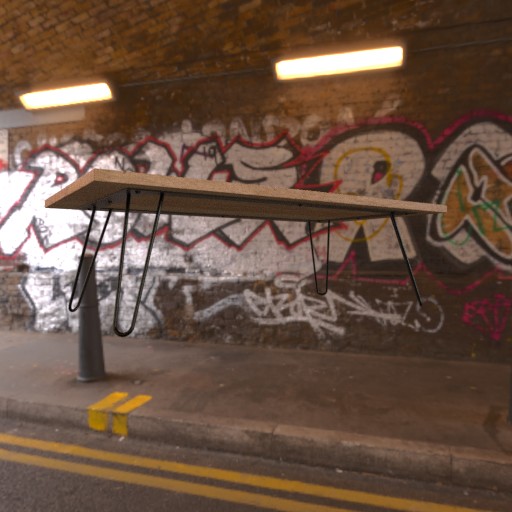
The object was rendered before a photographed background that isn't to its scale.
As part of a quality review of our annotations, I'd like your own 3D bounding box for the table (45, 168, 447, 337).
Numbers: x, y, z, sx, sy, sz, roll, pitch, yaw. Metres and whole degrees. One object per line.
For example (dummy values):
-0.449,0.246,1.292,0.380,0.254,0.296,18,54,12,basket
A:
0.000,0.000,1.666,1.348,0.400,0.699,0,0,-34,table
